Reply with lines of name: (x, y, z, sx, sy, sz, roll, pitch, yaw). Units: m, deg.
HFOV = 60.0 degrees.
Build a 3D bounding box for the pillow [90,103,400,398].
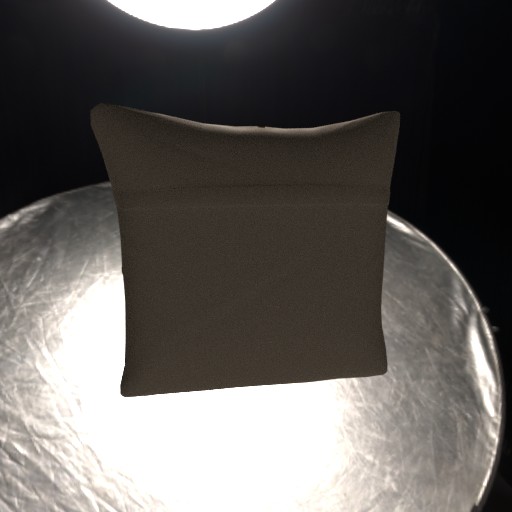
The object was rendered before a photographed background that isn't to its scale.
pillow: (0.000, 0.000, 0.730, 0.484, 0.470, 0.192, -2, 14, -8)
